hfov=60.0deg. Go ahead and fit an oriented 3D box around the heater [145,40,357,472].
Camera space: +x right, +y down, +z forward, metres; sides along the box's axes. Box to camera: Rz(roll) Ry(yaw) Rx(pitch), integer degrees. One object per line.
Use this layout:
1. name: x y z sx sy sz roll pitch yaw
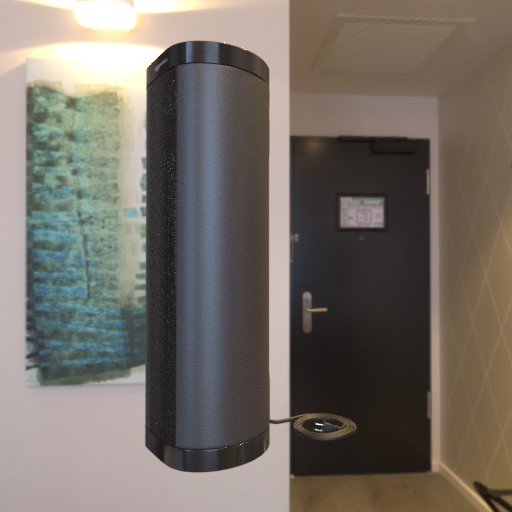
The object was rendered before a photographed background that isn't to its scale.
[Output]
1. heater: 0.000 0.000 0.685 0.312 0.552 0.174 1 -1 -34
